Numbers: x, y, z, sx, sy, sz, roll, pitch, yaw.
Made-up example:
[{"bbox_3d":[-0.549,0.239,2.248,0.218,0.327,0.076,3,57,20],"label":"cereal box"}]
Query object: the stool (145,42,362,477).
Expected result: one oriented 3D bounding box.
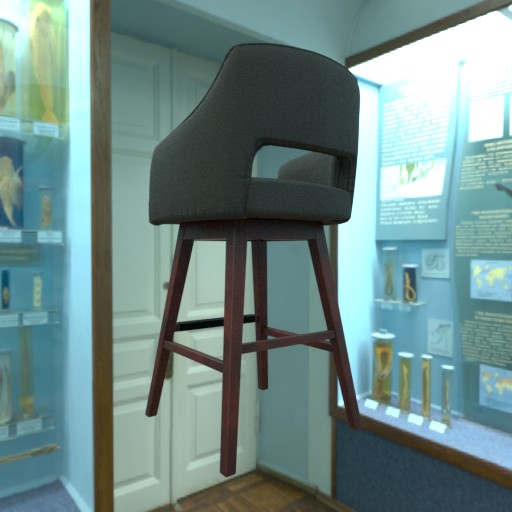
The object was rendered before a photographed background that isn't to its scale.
[{"bbox_3d":[0.000,0.000,1.318,0.548,1.012,0.558,-1,1,-36],"label":"stool"}]
